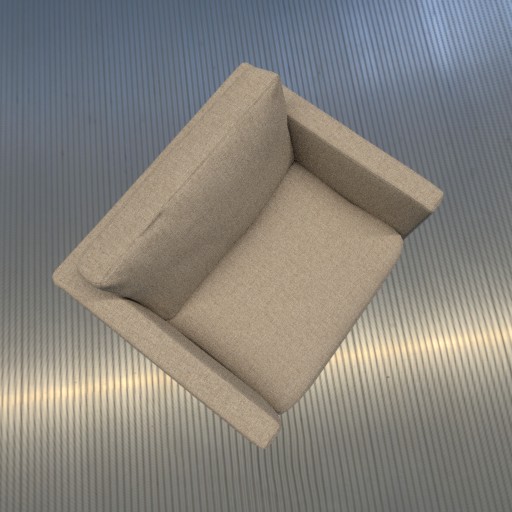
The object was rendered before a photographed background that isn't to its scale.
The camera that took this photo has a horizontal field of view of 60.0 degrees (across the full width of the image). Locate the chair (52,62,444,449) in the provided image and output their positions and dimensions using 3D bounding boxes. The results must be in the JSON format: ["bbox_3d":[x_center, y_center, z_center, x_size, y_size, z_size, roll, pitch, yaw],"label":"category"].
[{"bbox_3d":[0.000,0.000,1.804,0.959,0.961,1.107,36,78,9],"label":"chair"}]
